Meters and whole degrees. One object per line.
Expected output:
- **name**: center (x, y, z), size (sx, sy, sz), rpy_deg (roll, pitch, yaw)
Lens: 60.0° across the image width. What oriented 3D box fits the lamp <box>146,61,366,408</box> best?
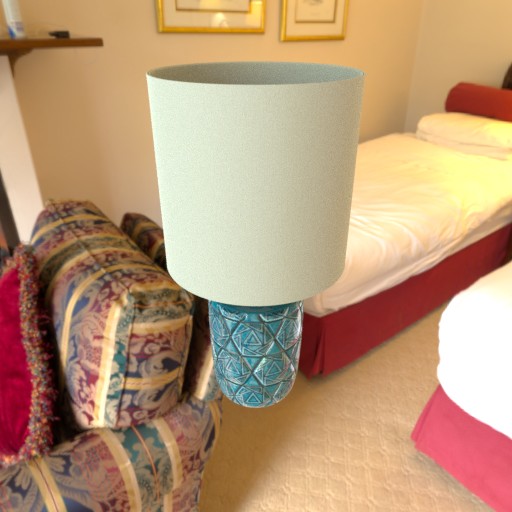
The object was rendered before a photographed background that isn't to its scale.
- **lamp**: center (0.000, 0.000, 0.487), size (0.193, 0.377, 0.193), rpy_deg (7, 29, 14)
